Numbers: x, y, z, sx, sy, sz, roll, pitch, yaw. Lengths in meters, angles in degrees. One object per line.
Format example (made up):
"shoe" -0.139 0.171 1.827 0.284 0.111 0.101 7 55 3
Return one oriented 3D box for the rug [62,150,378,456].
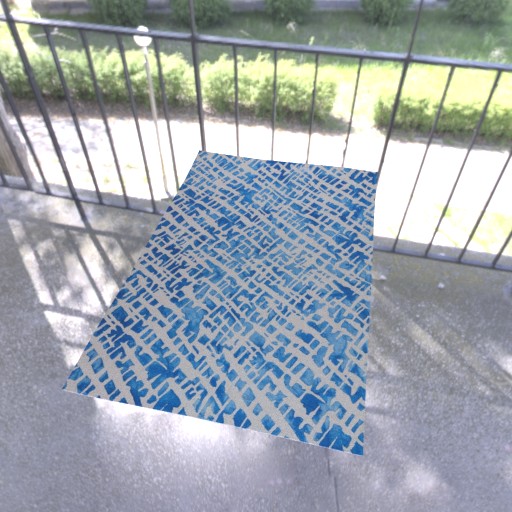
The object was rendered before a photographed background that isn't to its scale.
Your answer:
"rug" 0.000 0.000 2.335 1.209 0.011 1.830 9 46 9
